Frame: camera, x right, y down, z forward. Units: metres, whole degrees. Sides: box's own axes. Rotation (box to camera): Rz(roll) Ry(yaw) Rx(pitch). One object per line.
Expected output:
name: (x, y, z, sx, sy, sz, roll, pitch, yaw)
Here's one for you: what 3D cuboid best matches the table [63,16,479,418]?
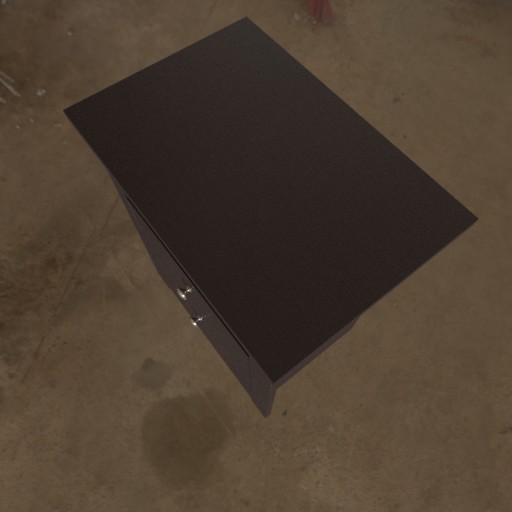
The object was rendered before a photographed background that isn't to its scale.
table: (0.000, 0.000, 1.046, 0.408, 0.711, 0.589, -35, 69, -15)
